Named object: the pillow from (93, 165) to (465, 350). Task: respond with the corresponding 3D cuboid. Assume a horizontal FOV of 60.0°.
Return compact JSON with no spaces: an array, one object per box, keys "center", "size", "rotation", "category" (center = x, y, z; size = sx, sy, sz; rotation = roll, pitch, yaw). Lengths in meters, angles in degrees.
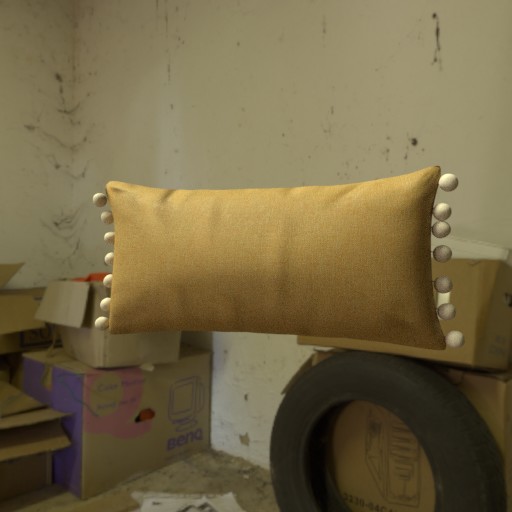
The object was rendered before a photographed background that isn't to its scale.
[{"center":[0.000,0.000,0.833],"size":[0.709,0.322,0.201],"rotation":[-1,-2,18],"category":"pillow"}]
